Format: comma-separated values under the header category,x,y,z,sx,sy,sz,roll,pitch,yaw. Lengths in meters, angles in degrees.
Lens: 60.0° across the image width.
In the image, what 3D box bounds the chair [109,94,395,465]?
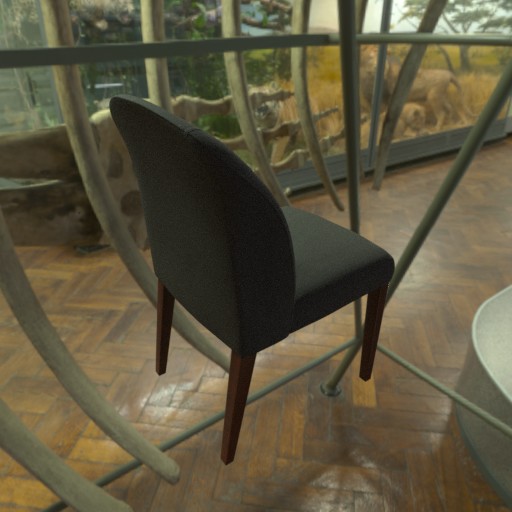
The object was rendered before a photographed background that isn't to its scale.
category,x,y,z,sx,sy,sz,roll,pitch,yaw
chair,0.000,0.000,1.216,0.619,0.879,0.506,-18,33,-31
